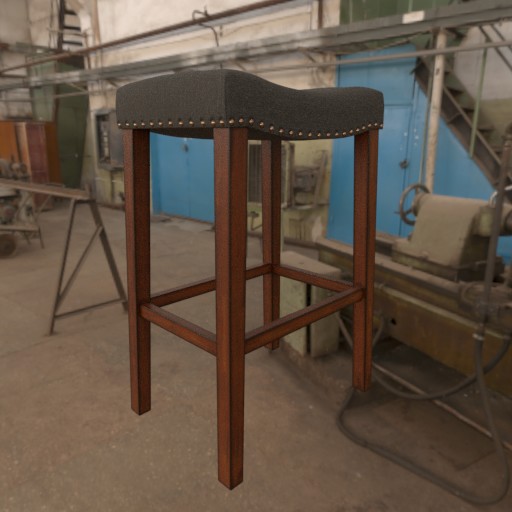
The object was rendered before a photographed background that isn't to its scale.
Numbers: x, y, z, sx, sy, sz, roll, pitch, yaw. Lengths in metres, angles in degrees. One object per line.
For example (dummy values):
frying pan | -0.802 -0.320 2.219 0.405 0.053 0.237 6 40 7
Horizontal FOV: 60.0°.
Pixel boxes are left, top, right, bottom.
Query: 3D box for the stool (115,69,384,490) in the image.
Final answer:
stool | 0.000 0.000 1.036 0.366 0.760 0.502 15 21 43
